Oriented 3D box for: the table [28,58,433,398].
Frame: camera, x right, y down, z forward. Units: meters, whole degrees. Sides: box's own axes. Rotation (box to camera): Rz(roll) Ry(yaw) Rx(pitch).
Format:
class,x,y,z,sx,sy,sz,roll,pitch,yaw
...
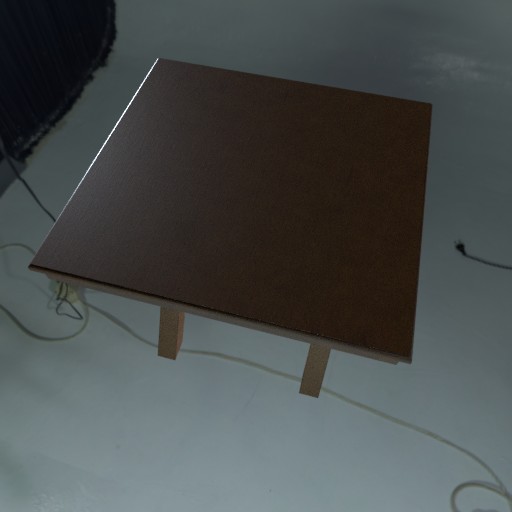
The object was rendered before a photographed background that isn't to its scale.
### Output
class,x,y,z,sx,sy,sz,roll,pitch,yaw
table,0.000,0.000,1.039,0.602,0.562,0.560,13,59,8
